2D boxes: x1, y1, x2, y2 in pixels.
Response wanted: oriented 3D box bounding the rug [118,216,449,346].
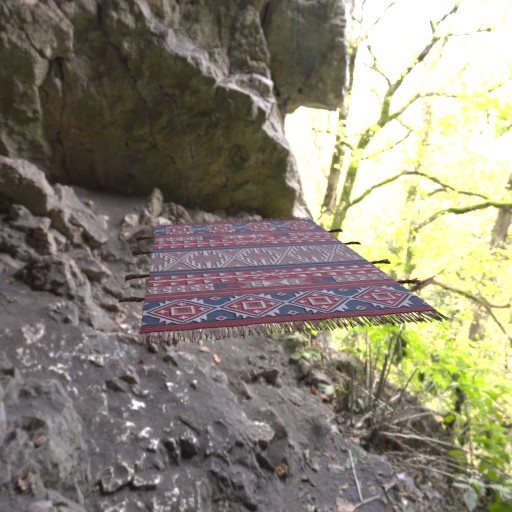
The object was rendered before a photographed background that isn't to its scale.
[{"bbox_3d":[0.000,0.000,2.627,1.469,0.040,2.025,-3,17,-10],"label":"rug"}]
